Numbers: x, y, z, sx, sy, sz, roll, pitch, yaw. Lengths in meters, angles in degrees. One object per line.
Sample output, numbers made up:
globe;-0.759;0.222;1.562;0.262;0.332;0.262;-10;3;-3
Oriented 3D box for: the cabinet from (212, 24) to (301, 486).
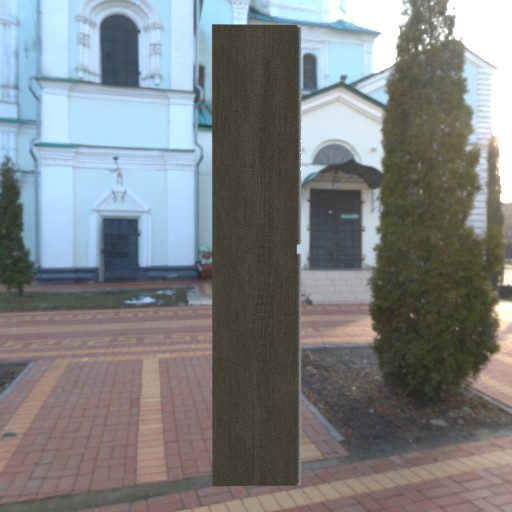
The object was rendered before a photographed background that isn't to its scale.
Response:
cabinet;0.000;0.000;1.495;0.270;1.400;0.300;0;1;-1
